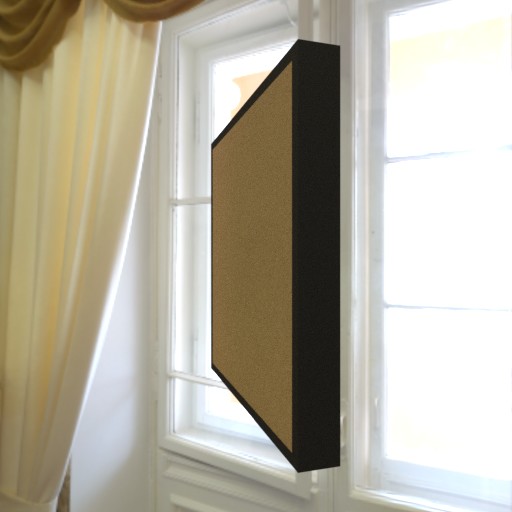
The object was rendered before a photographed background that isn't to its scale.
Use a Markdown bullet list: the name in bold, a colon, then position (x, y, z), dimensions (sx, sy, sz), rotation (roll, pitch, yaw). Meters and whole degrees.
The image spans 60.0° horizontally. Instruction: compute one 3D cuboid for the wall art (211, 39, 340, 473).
- **wall art**: position (0.000, 0.000, 0.461), dimensions (0.033, 0.304, 0.305), rotation (0, 0, -17)
